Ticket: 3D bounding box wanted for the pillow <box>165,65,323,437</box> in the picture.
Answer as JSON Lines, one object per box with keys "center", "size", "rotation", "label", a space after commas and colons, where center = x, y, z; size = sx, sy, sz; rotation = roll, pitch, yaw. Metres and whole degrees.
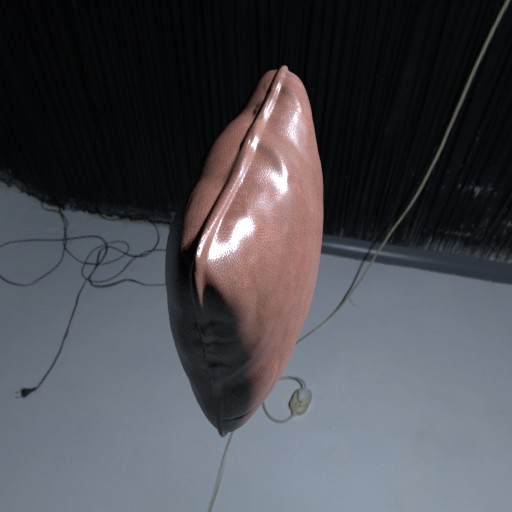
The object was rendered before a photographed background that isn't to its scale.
{"center": [0.000, 0.000, 0.829], "size": [0.236, 0.523, 0.532], "rotation": [10, 48, 9], "label": "pillow"}
